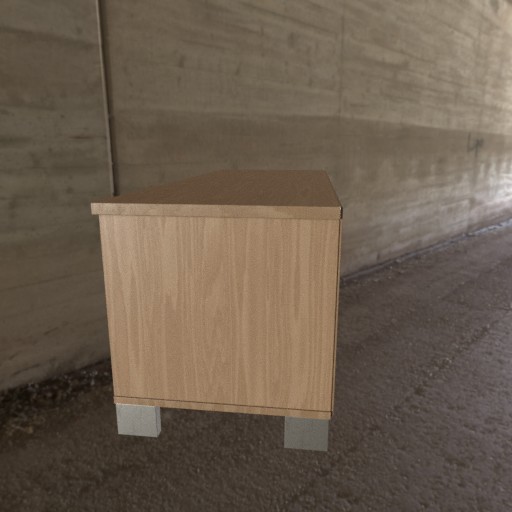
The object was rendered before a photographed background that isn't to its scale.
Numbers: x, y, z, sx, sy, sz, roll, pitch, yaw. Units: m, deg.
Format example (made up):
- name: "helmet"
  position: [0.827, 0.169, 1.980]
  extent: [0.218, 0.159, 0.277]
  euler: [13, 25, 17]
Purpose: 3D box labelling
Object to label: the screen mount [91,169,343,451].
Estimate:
- name: "screen mount"
  position: [0.000, 0.000, 1.270]
  extent: [0.406, 0.432, 1.084]
  euler: [2, 14, 7]
